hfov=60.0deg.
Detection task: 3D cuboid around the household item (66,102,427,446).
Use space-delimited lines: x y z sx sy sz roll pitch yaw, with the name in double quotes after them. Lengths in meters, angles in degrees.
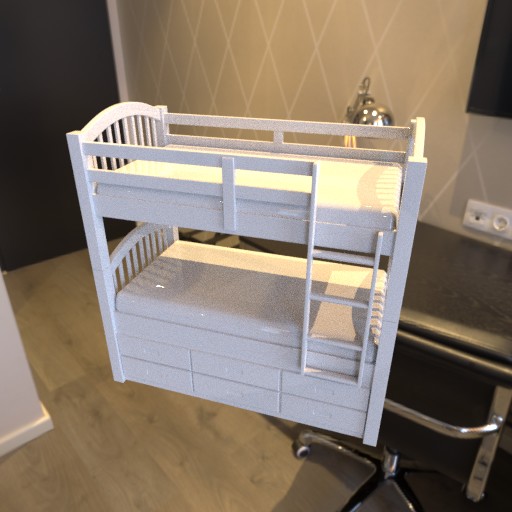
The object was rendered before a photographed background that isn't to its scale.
0.000 0.000 3.229 2.032 2.032 1.143 8 29 16 "household item"
